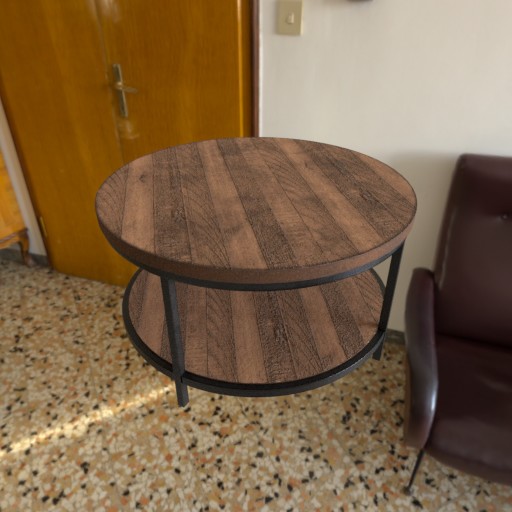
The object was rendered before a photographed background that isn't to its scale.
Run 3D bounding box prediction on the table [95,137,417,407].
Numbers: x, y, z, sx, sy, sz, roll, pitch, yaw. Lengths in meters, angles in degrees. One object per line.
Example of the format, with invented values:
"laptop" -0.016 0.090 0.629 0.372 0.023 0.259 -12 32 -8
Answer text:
"table" 0.000 0.000 1.326 0.837 0.462 0.837 0 32 0
